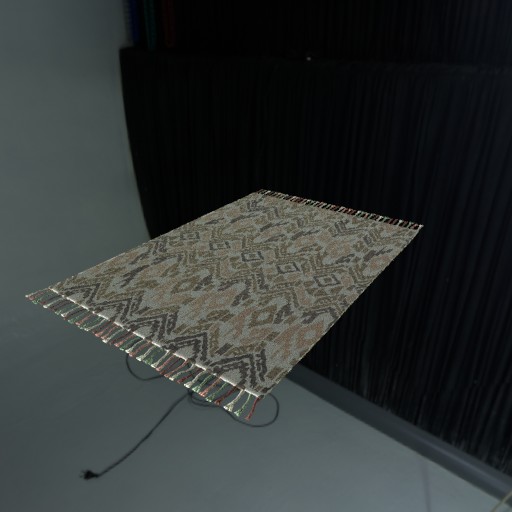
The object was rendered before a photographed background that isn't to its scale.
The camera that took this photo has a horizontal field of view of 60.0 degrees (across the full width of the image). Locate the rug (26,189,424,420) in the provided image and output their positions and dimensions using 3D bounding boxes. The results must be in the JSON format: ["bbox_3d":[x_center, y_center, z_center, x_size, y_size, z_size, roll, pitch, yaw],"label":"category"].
[{"bbox_3d":[0.000,0.000,2.306,1.219,0.008,1.829,18,32,31],"label":"rug"}]
